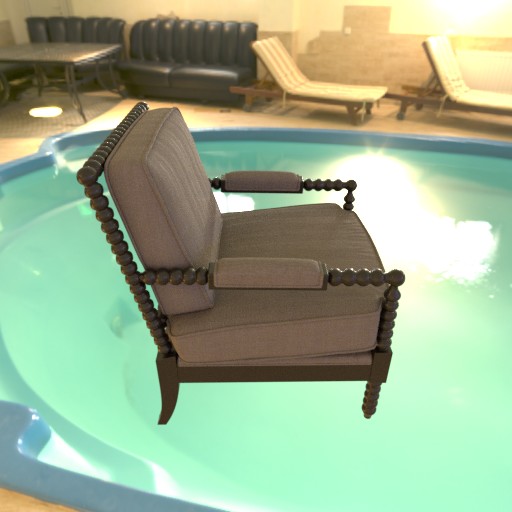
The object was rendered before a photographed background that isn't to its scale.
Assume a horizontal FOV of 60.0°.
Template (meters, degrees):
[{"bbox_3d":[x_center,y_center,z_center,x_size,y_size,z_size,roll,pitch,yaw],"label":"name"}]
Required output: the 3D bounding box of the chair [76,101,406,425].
[{"bbox_3d":[0.000,0.000,1.125,0.622,0.661,0.540,0,32,-1],"label":"chair"}]
